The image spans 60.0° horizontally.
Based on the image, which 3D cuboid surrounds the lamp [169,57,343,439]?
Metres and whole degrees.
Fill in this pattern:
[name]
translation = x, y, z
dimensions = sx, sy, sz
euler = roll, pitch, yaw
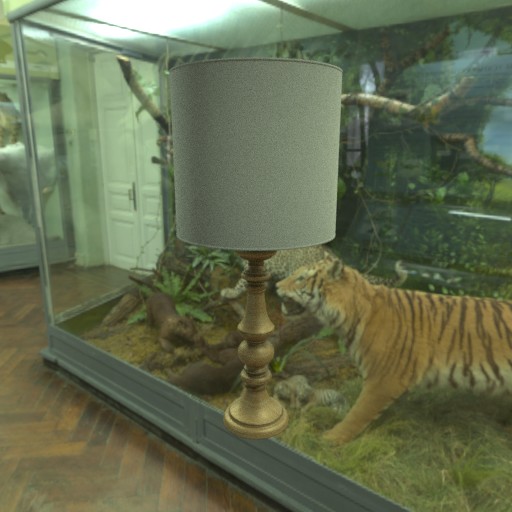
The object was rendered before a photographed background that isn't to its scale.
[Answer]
[lamp]
translation = 0.000, 0.000, 0.718
dimensions = 0.250, 0.597, 0.250
euler = 2, 14, 8
